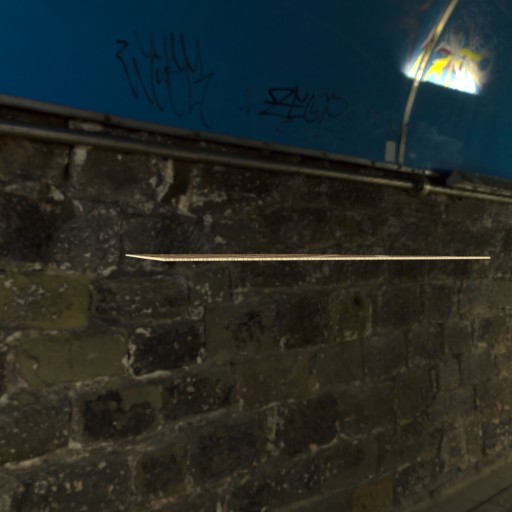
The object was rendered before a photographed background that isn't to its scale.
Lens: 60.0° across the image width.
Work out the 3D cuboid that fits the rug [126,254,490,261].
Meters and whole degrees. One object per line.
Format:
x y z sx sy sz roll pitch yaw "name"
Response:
0.000 0.000 2.893 1.522 0.008 2.284 0 1 -20 "rug"
